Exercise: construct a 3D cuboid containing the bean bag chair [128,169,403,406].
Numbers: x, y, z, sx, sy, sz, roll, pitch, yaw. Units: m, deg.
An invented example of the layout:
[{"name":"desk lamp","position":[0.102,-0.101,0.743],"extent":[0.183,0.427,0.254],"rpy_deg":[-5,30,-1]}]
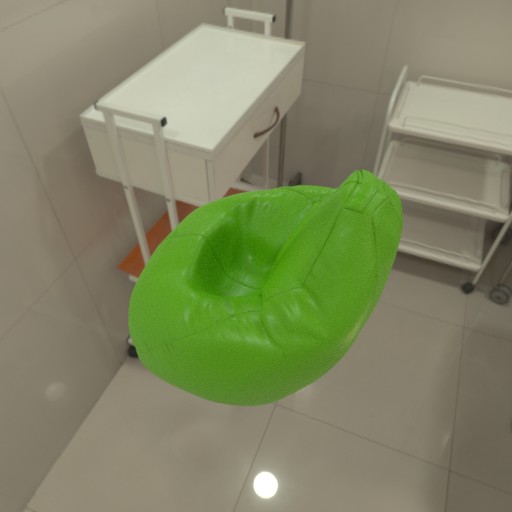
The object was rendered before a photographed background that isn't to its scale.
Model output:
[{"name":"bean bag chair","position":[0.000,0.000,1.872],"extent":[1.070,0.990,1.070],"rpy_deg":[16,49,15]}]
